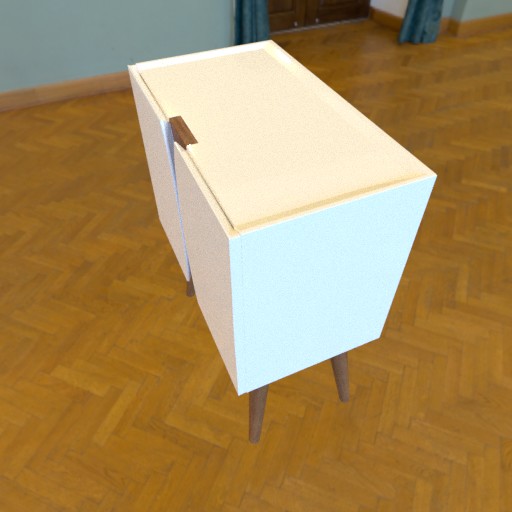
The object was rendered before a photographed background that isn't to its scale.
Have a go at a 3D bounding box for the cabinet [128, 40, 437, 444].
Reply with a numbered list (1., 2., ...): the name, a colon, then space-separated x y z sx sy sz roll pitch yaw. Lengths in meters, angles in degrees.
1. cabinet: 0.000 0.000 1.092 0.344 0.772 0.591 -18 49 -16
